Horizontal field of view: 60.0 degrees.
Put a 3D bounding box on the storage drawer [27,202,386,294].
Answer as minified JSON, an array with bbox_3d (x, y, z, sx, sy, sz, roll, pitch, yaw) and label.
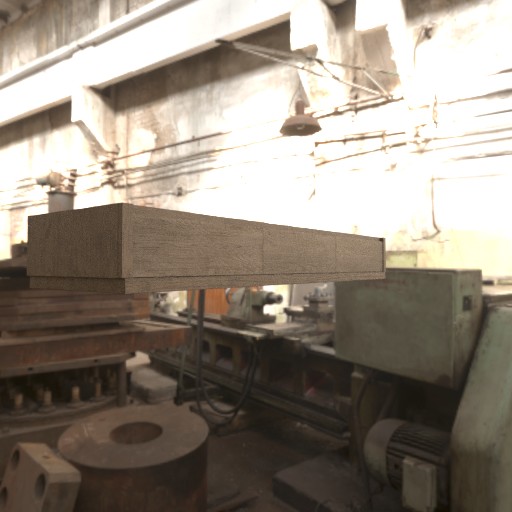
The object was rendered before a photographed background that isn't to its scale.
[{"bbox_3d":[0.000,0.000,2.316,0.591,0.274,2.072,-1,-2,38],"label":"storage drawer"}]
